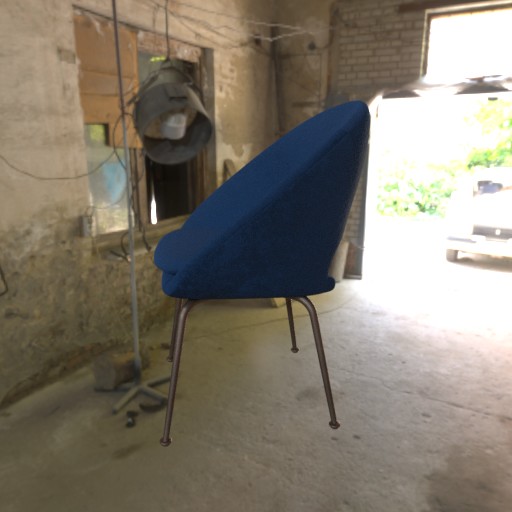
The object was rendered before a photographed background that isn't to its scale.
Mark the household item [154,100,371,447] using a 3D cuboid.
[{"bbox_3d":[0.000,0.000,1.281,0.573,0.852,0.623,-2,15,-9],"label":"household item"}]
